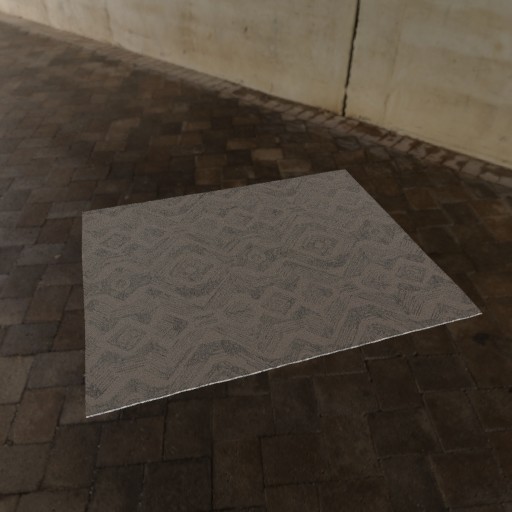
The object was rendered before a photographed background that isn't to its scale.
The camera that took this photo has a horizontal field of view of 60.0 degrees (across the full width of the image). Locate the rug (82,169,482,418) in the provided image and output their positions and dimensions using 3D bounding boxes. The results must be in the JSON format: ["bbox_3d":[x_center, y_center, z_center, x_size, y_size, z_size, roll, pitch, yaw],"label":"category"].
[{"bbox_3d":[0.000,0.000,4.081,3.054,0.030,2.430,-11,42,-13],"label":"rug"}]
